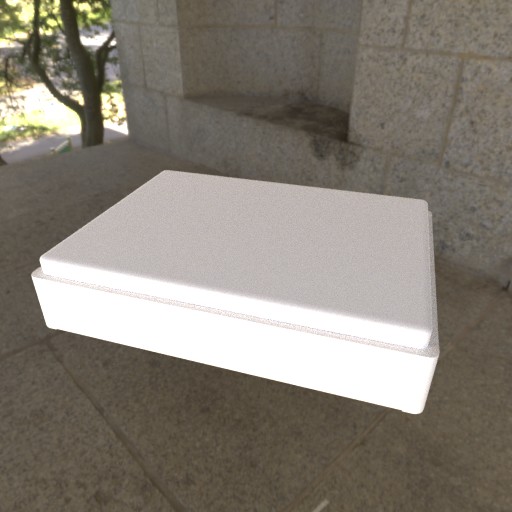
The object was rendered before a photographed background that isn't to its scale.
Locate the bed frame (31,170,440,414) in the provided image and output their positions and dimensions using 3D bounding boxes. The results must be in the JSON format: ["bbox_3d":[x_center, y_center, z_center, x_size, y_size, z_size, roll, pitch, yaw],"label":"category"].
[{"bbox_3d":[0.000,0.000,2.548,1.900,0.406,1.400,9,32,15],"label":"bed frame"}]
